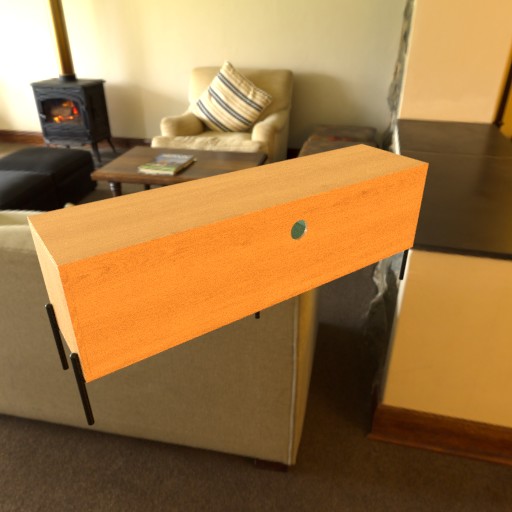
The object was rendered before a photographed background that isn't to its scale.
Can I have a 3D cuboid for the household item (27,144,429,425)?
[{"bbox_3d":[0.000,0.000,1.788,1.550,0.600,0.400,-19,34,-30],"label":"household item"}]
